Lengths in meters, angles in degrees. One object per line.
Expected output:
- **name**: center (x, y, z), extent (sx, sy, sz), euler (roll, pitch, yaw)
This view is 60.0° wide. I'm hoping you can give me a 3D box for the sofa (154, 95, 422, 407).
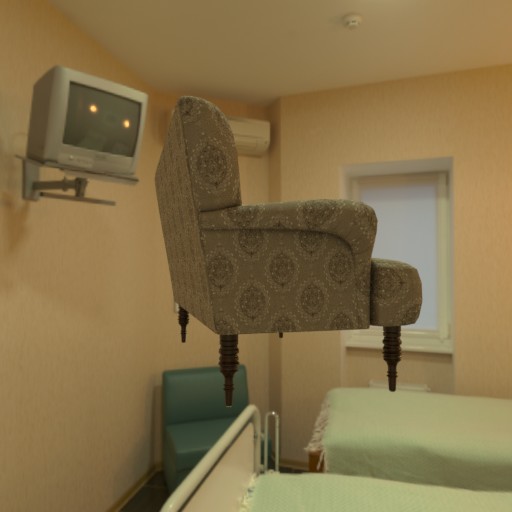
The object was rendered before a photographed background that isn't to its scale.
- **sofa**: center (0.000, 0.000, 1.870), extent (0.779, 0.889, 1.297), euler (0, -1, -16)
